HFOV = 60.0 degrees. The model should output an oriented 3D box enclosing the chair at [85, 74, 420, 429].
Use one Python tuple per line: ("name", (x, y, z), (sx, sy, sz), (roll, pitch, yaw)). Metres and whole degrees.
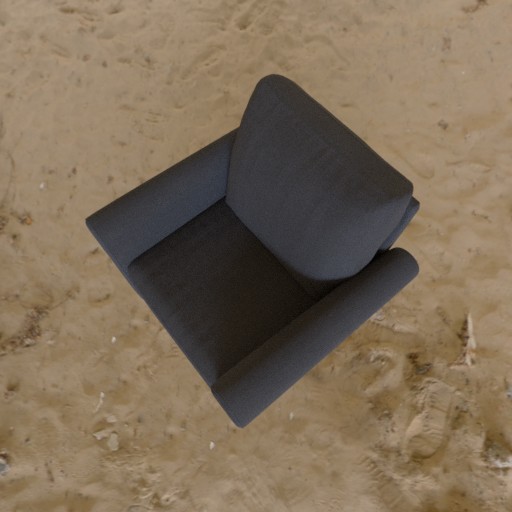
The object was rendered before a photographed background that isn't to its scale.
("chair", (0.000, 0.000, 1.601), (0.828, 0.942, 0.867), (-36, 70, -16))
